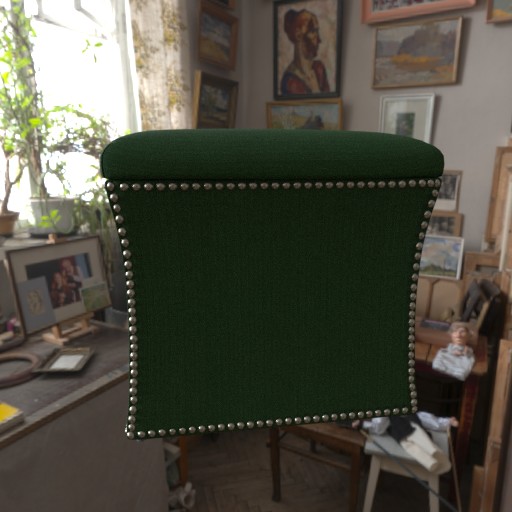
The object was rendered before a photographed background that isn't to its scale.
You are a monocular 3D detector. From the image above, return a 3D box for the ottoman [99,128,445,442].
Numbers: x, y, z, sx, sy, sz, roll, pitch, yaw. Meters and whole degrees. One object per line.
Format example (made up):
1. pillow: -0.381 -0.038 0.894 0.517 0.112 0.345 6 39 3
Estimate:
1. ottoman: 0.000 0.000 0.880 0.507 0.475 0.497 -2 13 -9
